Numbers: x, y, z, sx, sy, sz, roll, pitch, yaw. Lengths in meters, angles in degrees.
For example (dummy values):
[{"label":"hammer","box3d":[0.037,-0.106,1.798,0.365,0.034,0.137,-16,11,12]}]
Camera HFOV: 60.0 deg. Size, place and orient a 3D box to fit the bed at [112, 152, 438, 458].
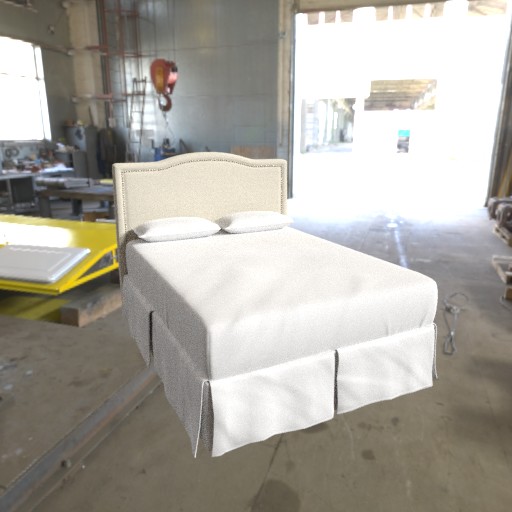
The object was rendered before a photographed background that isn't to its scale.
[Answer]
[{"label":"bed","box3d":[0.000,0.000,3.328,1.741,1.449,2.196,-8,17,-26]}]
